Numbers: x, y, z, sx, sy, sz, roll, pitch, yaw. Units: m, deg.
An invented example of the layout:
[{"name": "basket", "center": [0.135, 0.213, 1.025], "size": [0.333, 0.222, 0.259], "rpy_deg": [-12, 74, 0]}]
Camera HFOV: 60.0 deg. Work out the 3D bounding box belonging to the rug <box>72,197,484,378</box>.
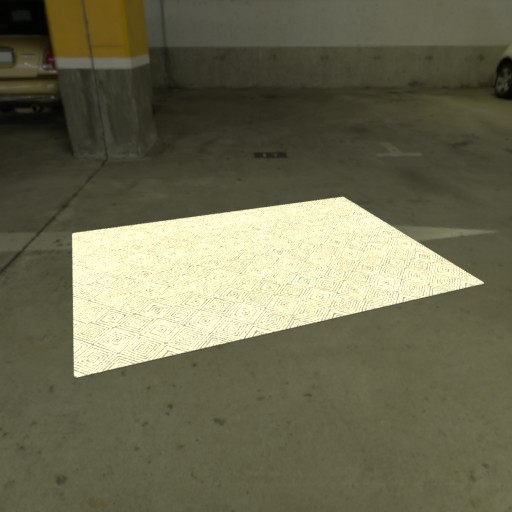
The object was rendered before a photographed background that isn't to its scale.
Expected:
[{"name": "rug", "center": [0.000, 0.000, 2.888], "size": [2.238, 0.008, 1.593], "rpy_deg": [-10, 29, -18]}]
